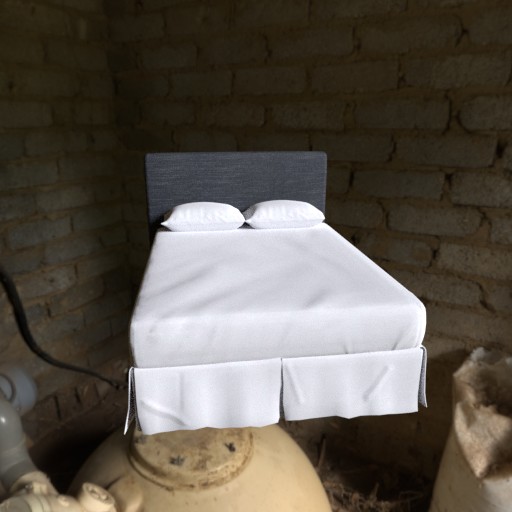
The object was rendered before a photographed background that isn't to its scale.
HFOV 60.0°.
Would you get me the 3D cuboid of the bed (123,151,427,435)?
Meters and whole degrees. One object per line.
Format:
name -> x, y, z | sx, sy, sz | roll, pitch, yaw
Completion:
bed -> 0.000, 0.000, 3.236 | 1.723, 1.330, 2.142 | -2, 18, -7
